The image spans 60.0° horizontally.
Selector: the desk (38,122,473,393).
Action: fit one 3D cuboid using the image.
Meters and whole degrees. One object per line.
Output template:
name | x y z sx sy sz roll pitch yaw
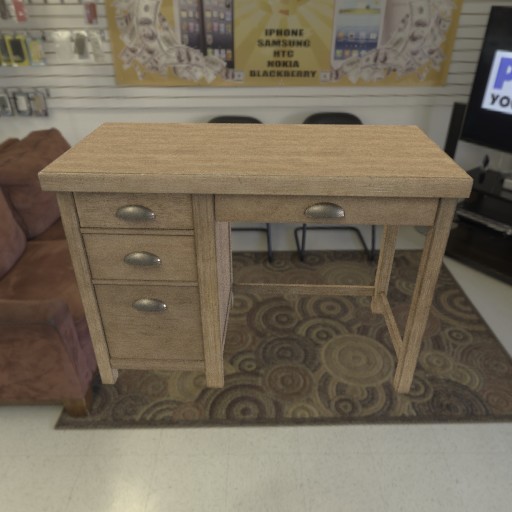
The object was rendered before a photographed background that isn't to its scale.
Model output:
desk | 0.000 0.000 1.799 1.289 0.912 0.610 1 31 2
